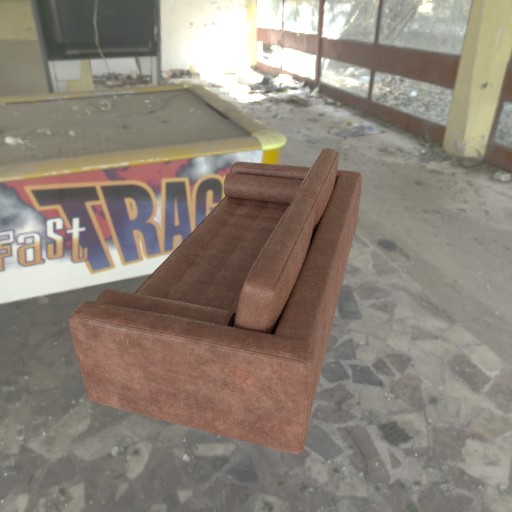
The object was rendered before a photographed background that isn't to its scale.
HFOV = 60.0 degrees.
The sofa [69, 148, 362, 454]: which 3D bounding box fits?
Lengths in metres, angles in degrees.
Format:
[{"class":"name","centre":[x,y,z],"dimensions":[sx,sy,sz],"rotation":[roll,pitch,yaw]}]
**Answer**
[{"class":"sofa","centre":[0.000,0.000,2.328],"dimensions":[0.910,0.760,1.870],"rotation":[8,31,14]}]
